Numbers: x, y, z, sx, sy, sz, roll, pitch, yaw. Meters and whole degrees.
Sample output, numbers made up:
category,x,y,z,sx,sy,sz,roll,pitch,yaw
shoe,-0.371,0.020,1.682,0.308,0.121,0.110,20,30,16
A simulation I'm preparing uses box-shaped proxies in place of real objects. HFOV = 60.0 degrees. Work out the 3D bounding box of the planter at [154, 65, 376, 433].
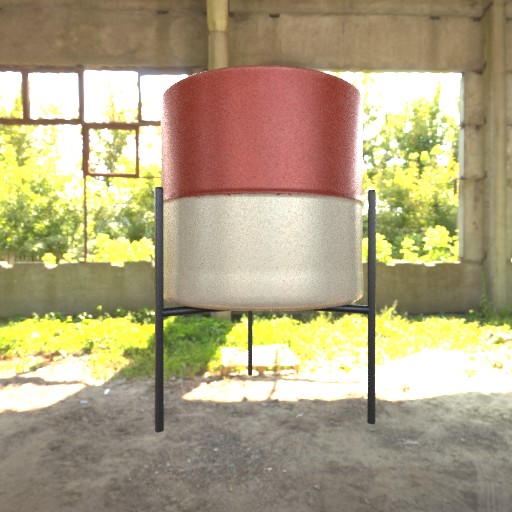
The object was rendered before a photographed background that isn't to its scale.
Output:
category,x,y,z,sx,sy,sz,roll,pitch,yaw
planter,0.000,0.000,0.519,0.251,0.354,0.235,0,1,-36
